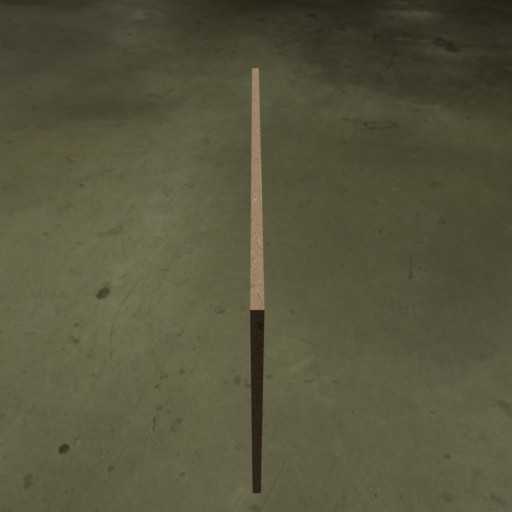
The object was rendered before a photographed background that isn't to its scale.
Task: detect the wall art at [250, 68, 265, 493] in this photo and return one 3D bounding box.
[{"bbox_3d":[0.000,0.000,1.140,0.019,0.626,0.917,0,42,0],"label":"wall art"}]
